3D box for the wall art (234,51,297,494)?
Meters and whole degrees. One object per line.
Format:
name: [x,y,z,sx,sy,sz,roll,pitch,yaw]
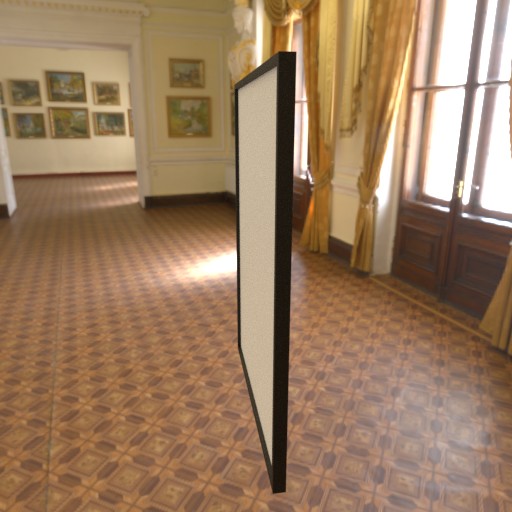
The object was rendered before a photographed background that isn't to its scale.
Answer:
wall art: [0.000,0.000,1.397,0.036,1.070,0.802,-3,17,-9]
